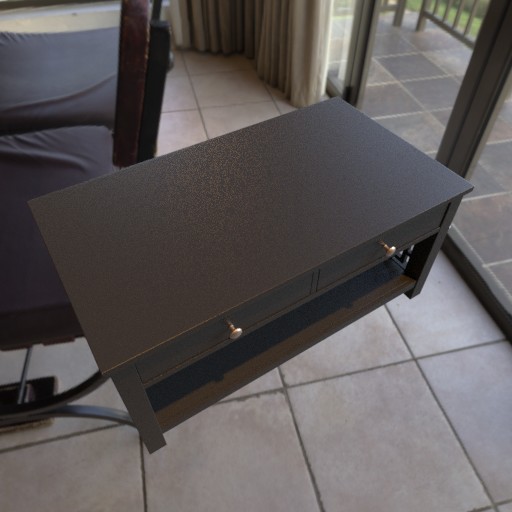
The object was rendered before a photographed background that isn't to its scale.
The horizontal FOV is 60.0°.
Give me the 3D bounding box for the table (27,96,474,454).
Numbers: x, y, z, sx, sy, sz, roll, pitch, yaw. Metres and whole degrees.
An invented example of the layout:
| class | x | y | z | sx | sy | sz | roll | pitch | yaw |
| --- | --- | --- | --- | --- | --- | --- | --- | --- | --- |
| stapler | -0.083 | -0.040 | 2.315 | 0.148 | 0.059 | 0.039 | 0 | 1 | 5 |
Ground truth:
| class | x | y | z | sx | sy | sz | roll | pitch | yaw |
| --- | --- | --- | --- | --- | --- | --- | --- | --- | --- |
| table | 0.000 | 0.000 | 1.387 | 1.068 | 0.493 | 0.612 | -25 | 52 | -21 |
